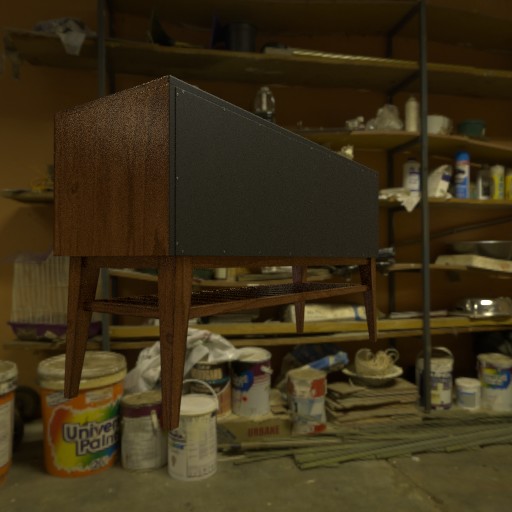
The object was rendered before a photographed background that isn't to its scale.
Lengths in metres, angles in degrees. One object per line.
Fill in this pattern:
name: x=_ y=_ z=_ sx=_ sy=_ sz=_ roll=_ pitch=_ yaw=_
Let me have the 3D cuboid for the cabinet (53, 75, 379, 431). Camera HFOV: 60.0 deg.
cabinet: x=0.000 y=0.000 z=1.688 sx=0.477 sy=0.802 sz=1.363 roll=0 pitch=-1 yaw=35
